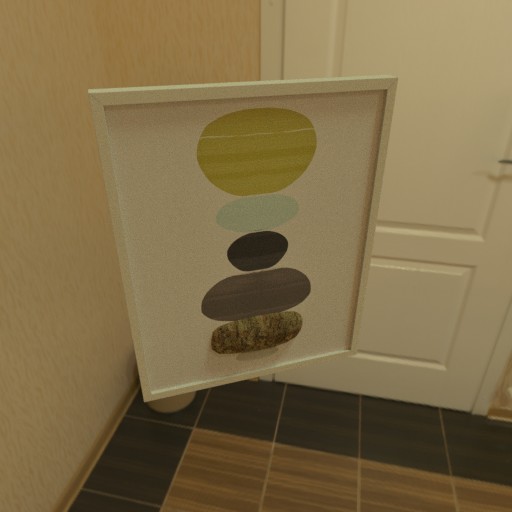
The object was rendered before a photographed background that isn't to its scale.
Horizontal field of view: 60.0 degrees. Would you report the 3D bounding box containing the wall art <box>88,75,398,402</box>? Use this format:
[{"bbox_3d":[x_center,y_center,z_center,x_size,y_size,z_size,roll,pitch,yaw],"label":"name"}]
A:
[{"bbox_3d":[0.000,0.000,1.041,0.611,0.763,0.055,-9,31,-15],"label":"wall art"}]
